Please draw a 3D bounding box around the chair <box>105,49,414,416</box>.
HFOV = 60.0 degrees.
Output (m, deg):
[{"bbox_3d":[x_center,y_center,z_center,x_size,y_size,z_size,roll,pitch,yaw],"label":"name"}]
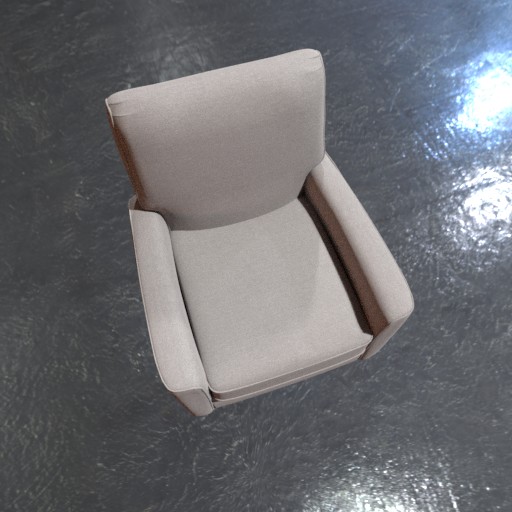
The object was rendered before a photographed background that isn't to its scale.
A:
[{"bbox_3d":[0.000,0.000,1.600,0.845,1.023,0.859,-17,65,-8],"label":"chair"}]
